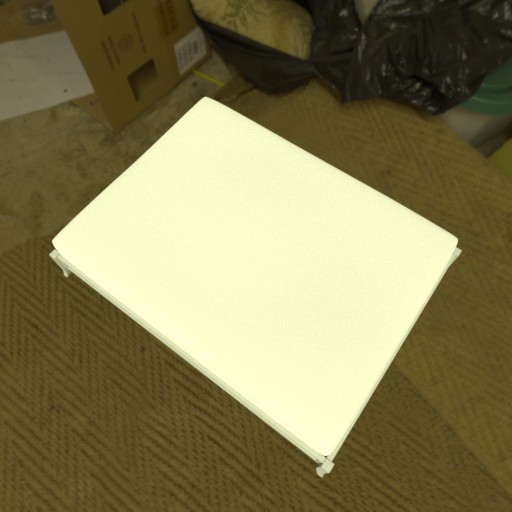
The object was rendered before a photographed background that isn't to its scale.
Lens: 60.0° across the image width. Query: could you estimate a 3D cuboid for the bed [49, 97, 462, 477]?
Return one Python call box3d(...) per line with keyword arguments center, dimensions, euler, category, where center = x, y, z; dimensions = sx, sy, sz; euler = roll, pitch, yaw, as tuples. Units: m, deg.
box3d(center=(0.000, 0.000, 2.838), dimensions=(2.108, 0.510, 1.604), euler=(33, 68, 15), category="bed")
